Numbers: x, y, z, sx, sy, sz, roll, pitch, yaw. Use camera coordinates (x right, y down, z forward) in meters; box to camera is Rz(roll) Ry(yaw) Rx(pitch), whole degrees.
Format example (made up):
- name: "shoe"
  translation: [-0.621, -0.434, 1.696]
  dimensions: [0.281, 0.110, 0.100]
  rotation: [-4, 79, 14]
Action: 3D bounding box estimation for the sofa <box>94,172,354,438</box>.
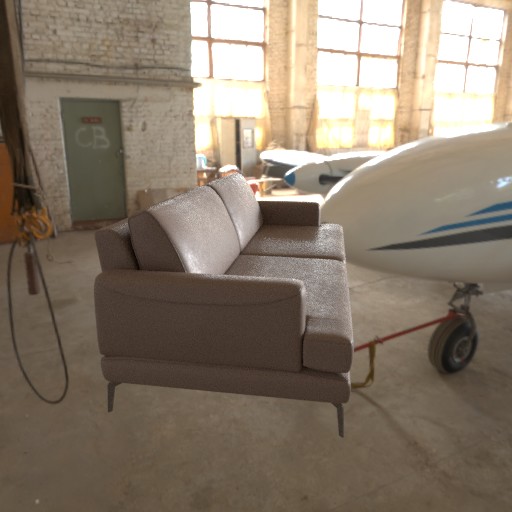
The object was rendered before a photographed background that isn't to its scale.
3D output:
- name: "sofa"
  translation: [0.000, 0.000, 2.417]
  dimensions: [0.974, 0.765, 1.940]
  rotation: [3, 16, 9]
